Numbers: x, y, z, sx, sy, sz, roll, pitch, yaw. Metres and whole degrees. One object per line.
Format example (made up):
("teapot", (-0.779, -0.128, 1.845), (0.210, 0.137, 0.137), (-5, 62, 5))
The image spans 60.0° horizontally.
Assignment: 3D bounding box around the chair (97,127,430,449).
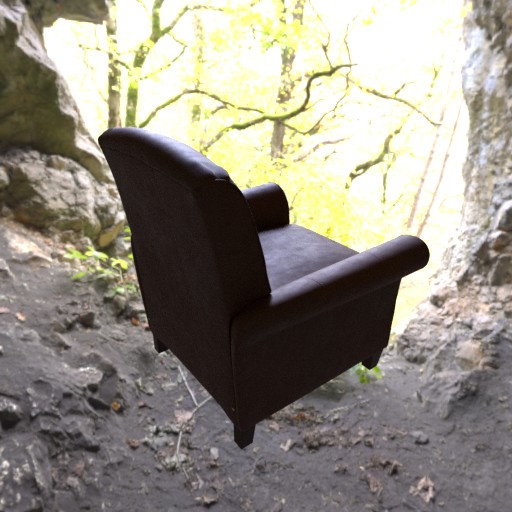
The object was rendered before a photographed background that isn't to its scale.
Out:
("chair", (0.000, 0.000, 1.773), (0.902, 1.061, 0.978), (-18, 32, -32))
